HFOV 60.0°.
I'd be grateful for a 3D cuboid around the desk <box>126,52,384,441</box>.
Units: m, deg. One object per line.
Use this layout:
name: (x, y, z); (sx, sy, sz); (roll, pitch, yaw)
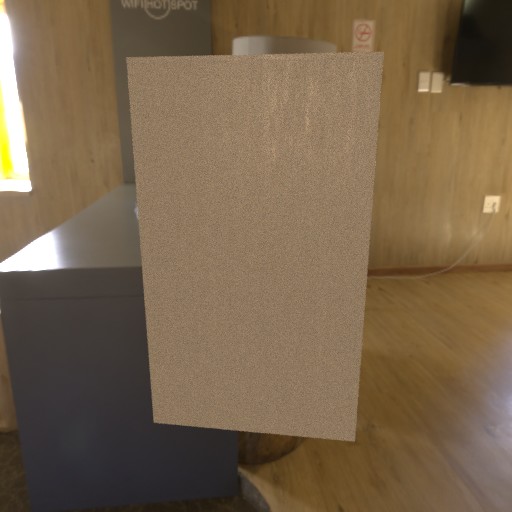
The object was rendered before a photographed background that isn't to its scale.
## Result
desk: (0.000, 0.000, 1.575); (0.750, 1.280, 0.250); (2, 16, 8)
